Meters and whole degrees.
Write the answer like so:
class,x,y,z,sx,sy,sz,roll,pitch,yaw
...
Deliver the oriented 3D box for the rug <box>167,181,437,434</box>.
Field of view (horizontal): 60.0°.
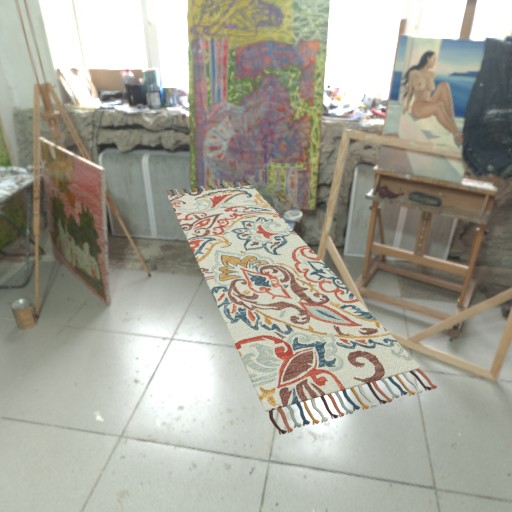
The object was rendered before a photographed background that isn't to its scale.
class,x,y,z,sx,sy,sz,roll,pitch,yaw
rug,0.000,0.000,2.925,0.763,0.015,2.682,-10,32,-16
